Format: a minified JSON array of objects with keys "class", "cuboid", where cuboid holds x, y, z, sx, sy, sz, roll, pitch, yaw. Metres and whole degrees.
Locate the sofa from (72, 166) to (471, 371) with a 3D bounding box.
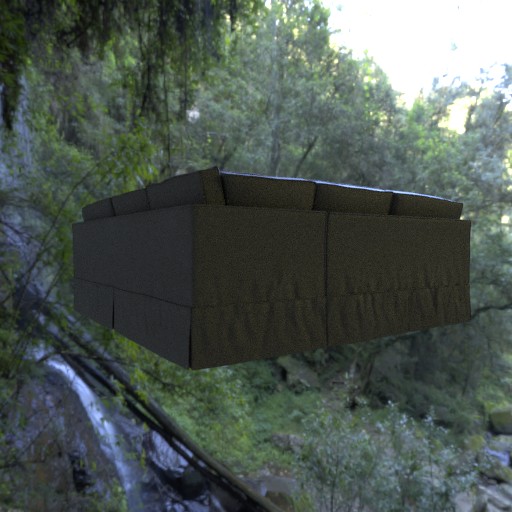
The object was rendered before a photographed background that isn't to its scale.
[{"class":"sofa","cuboid":[0.000,0.000,4.019,2.618,1.081,2.623,-1,2,-35]}]
